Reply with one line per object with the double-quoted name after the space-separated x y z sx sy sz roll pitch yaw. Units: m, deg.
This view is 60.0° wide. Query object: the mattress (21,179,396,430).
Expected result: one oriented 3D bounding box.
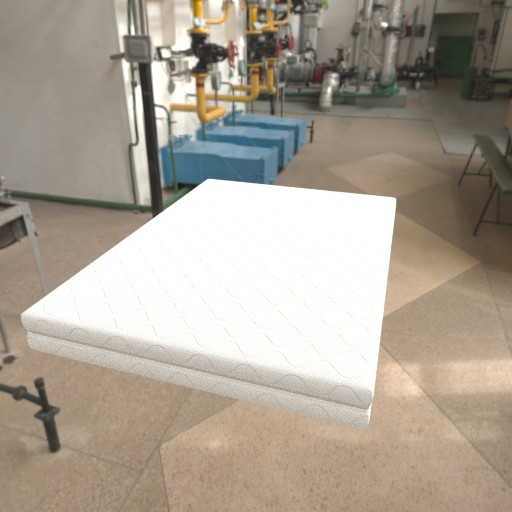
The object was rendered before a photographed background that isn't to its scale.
0.000 0.000 2.440 1.400 0.200 1.900 8 28 16 "mattress"
